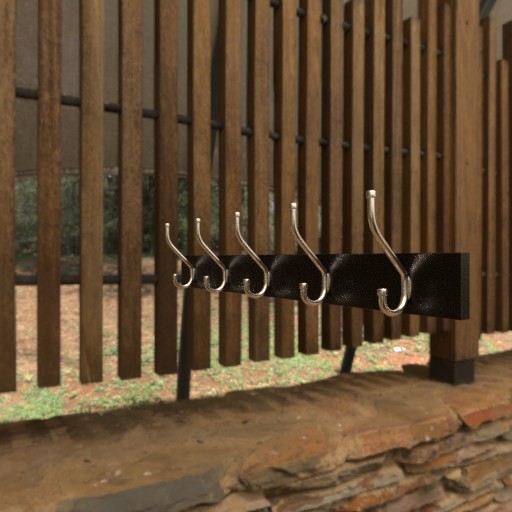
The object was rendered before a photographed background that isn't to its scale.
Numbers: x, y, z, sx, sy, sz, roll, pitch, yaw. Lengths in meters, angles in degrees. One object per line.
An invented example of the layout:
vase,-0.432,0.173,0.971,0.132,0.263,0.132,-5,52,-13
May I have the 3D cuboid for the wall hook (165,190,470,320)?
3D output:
wall hook,0.000,0.000,0.611,0.071,0.117,0.571,0,0,-35
